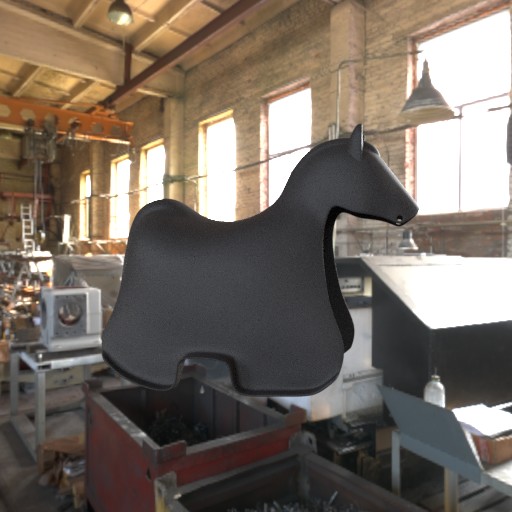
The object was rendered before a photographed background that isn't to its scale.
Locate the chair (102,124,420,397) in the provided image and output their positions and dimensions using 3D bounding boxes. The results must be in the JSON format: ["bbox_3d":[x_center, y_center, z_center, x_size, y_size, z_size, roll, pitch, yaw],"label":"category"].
[{"bbox_3d":[0.000,0.000,1.152,0.800,0.612,0.429,0,0,17],"label":"chair"}]
